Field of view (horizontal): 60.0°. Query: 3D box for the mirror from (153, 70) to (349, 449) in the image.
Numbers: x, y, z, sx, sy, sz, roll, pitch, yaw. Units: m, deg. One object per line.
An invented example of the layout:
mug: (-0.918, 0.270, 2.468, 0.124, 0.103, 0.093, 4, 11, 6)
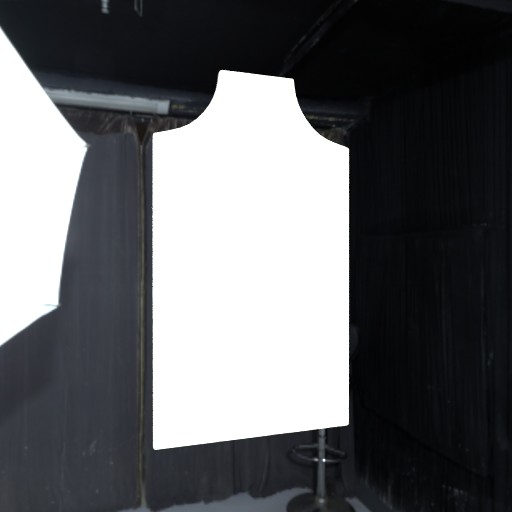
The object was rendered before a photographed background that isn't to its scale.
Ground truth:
mirror: (0.000, 0.000, 0.889, 0.403, 0.717, 0.022, 0, 0, -17)
